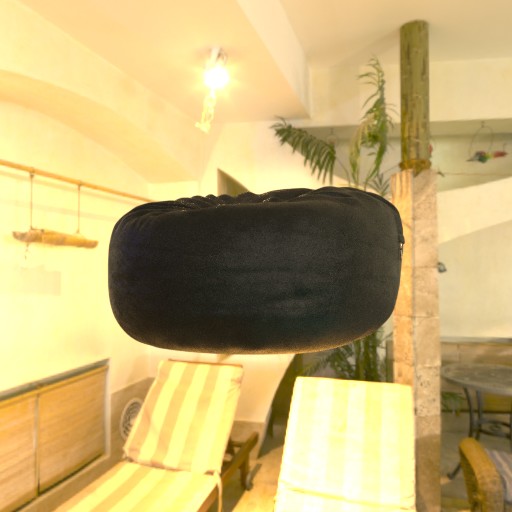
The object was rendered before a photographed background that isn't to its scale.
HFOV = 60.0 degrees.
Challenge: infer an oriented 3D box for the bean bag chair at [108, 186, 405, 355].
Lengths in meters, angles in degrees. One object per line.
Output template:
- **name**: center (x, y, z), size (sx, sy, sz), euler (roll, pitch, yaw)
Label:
- **bean bag chair**: center (0.000, 0.000, 2.376), size (1.524, 0.878, 1.524), euler (0, -1, 17)
